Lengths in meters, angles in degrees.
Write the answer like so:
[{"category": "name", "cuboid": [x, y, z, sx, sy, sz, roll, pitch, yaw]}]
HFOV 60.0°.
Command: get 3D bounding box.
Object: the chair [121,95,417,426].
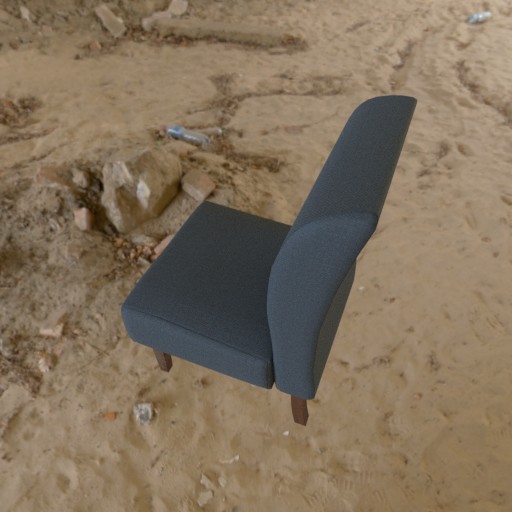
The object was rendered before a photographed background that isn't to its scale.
[{"category": "chair", "cuboid": [0.000, 0.000, 1.178, 0.592, 0.804, 0.513, 15, 48, 14]}]
